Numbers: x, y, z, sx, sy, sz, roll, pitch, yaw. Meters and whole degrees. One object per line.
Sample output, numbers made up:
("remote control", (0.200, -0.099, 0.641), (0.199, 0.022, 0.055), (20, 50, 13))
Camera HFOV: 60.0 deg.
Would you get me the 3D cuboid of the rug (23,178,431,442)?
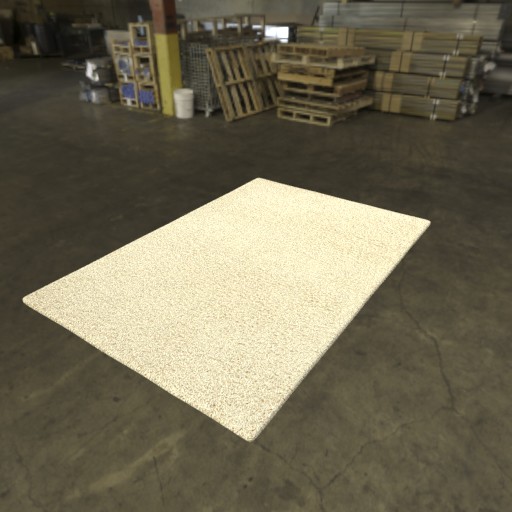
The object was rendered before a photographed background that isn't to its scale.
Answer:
("rug", (0.000, 0.000, 2.231), (1.219, 0.030, 1.778), (20, 36, 30))
